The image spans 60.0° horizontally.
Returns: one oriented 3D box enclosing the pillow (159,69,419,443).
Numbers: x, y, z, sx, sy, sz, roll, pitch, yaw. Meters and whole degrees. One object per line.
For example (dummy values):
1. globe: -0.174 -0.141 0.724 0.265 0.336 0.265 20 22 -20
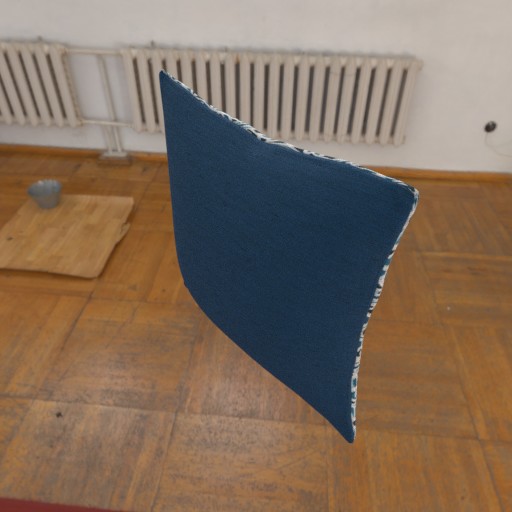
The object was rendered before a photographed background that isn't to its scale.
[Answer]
1. pillow: 0.000 0.000 0.638 0.145 0.420 0.440 -28 46 -30
